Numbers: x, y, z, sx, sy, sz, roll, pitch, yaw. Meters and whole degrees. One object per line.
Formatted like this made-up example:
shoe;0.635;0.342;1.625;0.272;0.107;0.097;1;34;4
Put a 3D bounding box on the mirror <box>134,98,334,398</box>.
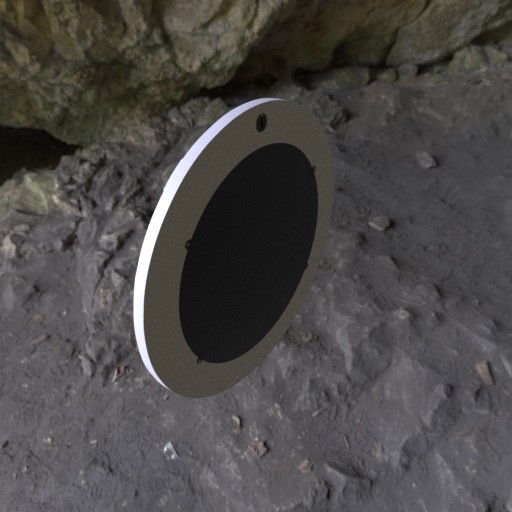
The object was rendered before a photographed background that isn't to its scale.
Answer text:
mirror;0.000;0.000;1.354;0.038;0.914;0.914;22;39;30
